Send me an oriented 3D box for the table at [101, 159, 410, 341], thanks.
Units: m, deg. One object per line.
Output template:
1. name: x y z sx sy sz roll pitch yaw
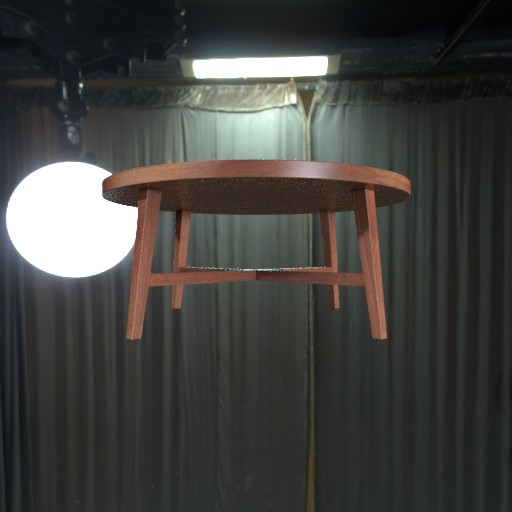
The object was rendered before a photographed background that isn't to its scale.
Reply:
1. table: 0.000 0.000 1.217 0.800 0.360 0.800 0 0 0
